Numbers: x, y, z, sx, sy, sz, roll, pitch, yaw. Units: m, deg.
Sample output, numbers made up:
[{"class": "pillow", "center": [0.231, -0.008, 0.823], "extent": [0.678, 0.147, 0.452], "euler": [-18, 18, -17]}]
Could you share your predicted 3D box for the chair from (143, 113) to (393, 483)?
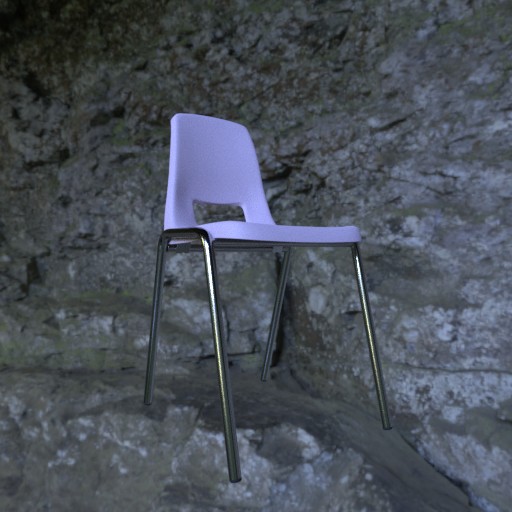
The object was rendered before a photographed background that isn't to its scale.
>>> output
[{"class": "chair", "center": [0.000, 0.000, 0.964], "extent": [0.381, 0.704, 0.436], "euler": [0, 1, -34]}]
